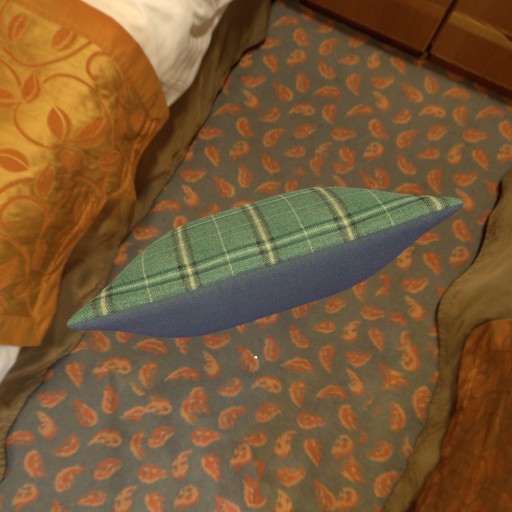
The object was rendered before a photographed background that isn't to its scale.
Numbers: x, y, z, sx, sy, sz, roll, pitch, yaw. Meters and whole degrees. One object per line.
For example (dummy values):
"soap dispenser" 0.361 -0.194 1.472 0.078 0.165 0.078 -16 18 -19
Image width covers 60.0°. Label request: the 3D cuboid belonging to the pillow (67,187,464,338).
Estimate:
"pillow" 0.000 0.000 0.699 0.453 0.430 0.200 -17 78 -4
